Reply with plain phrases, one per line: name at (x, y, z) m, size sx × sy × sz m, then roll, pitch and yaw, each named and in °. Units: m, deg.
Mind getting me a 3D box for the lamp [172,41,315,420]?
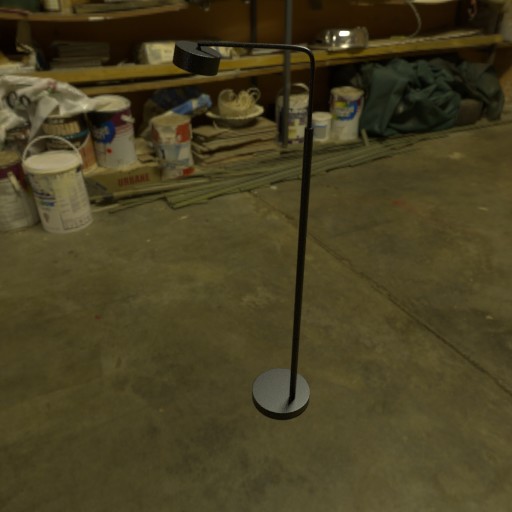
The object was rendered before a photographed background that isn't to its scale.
lamp at (0.000, 0.000, 1.405) m, size 0.418 × 1.230 × 0.219 m, roll 9°, pitch 33°, yaw 15°
